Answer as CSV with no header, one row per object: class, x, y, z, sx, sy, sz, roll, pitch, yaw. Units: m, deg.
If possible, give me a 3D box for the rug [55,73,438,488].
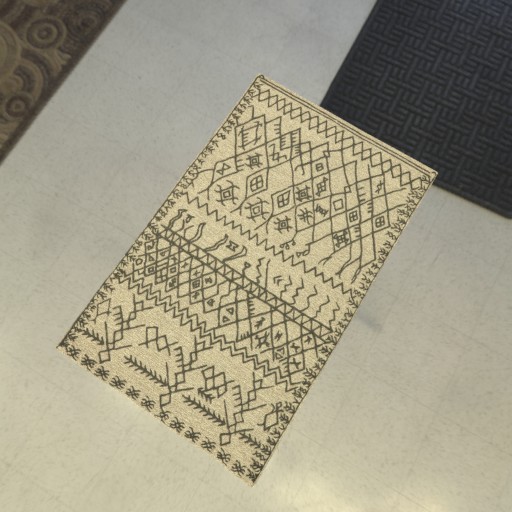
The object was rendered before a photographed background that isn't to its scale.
rug,0.000,0.000,3.021,1.530,0.012,2.444,32,78,8
